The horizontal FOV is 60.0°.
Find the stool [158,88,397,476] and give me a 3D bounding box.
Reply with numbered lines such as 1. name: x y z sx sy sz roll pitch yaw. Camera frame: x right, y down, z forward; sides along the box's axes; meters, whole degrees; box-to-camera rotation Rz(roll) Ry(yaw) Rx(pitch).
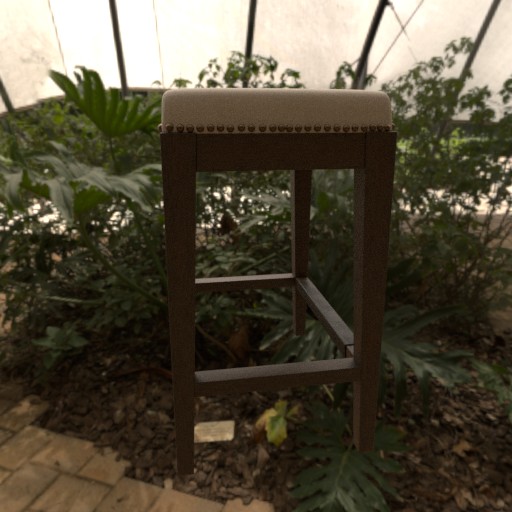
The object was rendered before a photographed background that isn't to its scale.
1. stool: 0.000 0.000 0.939 0.361 0.642 0.500 -3 18 -9
